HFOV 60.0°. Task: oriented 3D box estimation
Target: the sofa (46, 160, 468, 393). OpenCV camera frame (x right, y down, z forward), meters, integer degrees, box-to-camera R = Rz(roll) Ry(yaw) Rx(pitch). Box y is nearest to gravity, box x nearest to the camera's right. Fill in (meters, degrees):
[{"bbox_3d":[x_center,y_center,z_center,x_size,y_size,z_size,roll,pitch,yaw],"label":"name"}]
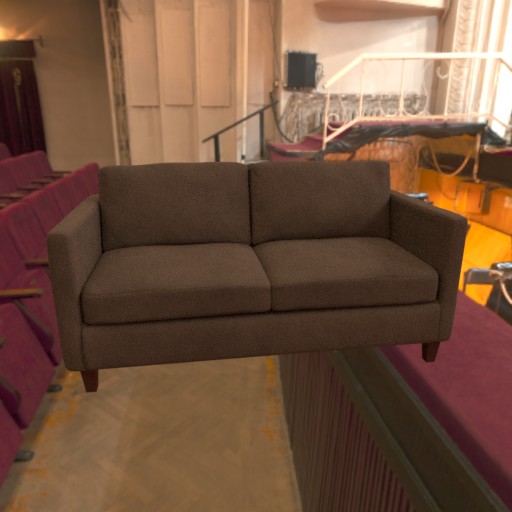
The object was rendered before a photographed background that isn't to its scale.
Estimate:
[{"bbox_3d":[0.000,0.000,2.411,1.884,0.963,0.950,-3,18,-8],"label":"sofa"}]
